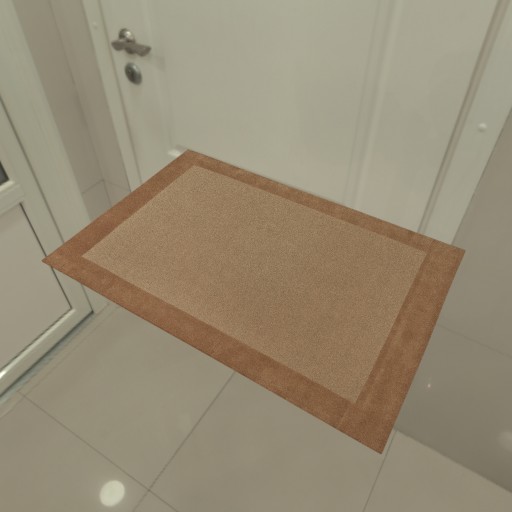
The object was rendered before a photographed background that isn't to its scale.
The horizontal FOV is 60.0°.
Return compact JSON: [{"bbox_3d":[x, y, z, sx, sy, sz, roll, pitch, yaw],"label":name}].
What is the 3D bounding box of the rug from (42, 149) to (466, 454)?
[{"bbox_3d":[0.000,0.000,2.295,1.829,0.014,1.219,24,51,21],"label":"rug"}]
